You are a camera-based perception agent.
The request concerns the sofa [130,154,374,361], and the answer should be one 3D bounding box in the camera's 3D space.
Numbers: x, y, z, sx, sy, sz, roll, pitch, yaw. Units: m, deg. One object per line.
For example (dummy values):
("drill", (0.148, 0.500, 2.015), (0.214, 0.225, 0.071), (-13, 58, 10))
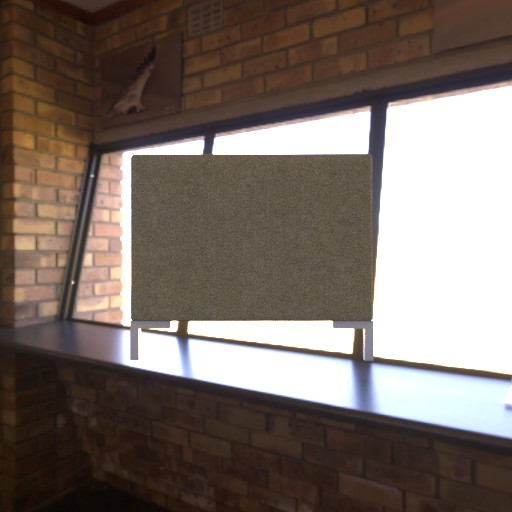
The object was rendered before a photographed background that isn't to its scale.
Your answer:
("sofa", (0.000, 0.000, 2.431), (0.797, 0.657, 2.102), (0, 0, 1))
